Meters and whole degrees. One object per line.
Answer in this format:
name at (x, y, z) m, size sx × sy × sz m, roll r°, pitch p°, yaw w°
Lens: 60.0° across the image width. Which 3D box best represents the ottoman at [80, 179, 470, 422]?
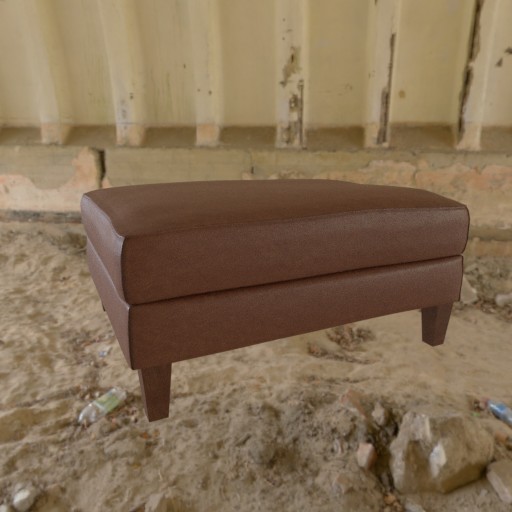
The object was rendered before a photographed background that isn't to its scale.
ottoman at (0.000, 0.000, 1.438) m, size 0.987 × 0.472 × 0.836 m, roll -7°, pitch 16°, yaw -25°
